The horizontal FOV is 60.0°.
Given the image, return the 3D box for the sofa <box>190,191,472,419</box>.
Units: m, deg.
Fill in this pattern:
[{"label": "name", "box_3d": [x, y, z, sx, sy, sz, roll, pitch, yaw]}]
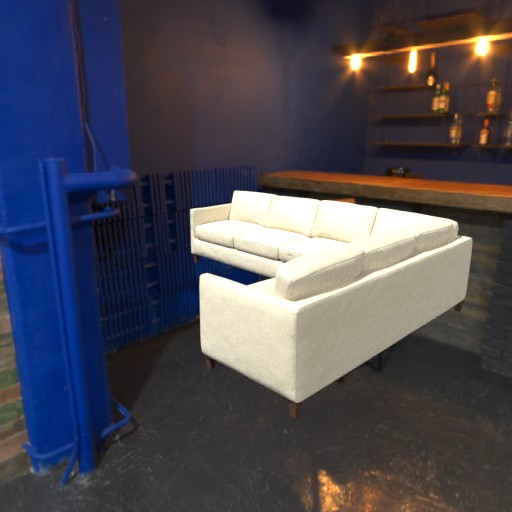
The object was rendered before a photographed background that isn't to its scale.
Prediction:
[{"label": "sofa", "box_3d": [0.000, 0.000, 4.510, 2.593, 0.947, 3.302, -14, 21, -42]}]
